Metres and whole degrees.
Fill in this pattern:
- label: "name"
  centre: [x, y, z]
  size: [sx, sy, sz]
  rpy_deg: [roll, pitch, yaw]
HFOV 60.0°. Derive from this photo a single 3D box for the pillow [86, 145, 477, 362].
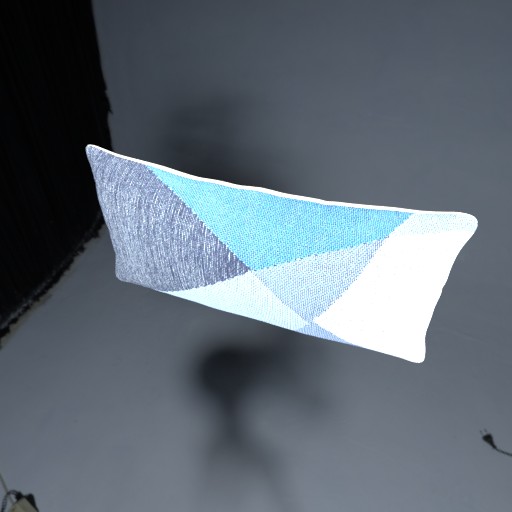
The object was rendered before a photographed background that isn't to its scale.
- label: "pillow"
  centre: [0.000, 0.000, 0.735]
  size: [0.604, 0.307, 0.148]
  rpy_deg: [13, 43, 15]
